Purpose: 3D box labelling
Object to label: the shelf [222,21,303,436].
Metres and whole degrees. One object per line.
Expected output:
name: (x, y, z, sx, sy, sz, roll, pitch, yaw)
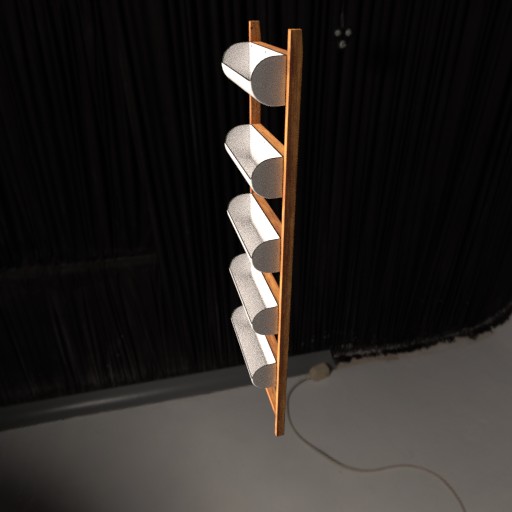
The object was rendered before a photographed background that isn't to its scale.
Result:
shelf: (0.000, 0.000, 1.728, 0.141, 1.600, 0.454, -7, 31, -12)
